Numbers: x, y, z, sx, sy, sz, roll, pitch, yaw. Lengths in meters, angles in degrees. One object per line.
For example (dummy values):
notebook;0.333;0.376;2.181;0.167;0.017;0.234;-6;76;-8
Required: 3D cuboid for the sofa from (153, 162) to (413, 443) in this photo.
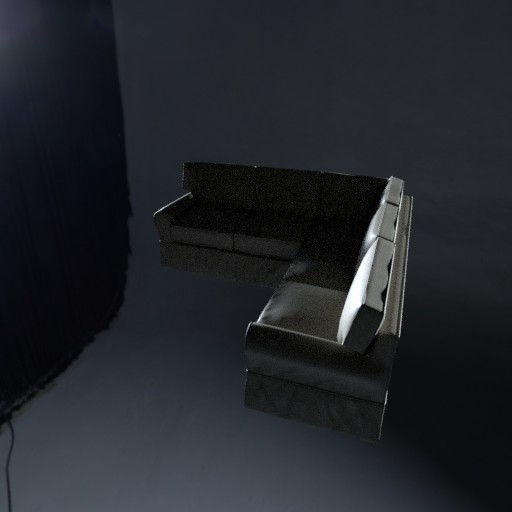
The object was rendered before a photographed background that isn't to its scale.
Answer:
sofa;0.000;0.000;4.109;2.618;1.081;2.623;9;29;17
